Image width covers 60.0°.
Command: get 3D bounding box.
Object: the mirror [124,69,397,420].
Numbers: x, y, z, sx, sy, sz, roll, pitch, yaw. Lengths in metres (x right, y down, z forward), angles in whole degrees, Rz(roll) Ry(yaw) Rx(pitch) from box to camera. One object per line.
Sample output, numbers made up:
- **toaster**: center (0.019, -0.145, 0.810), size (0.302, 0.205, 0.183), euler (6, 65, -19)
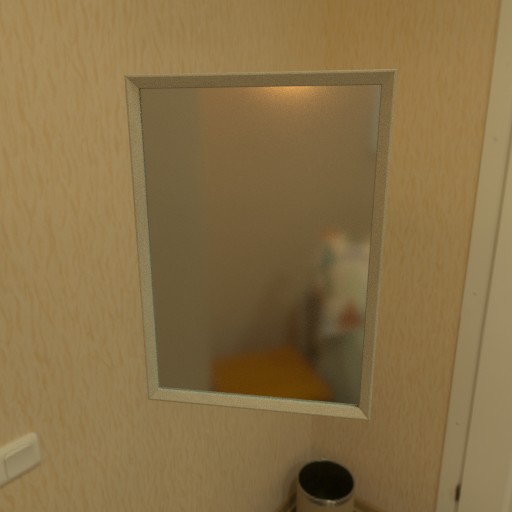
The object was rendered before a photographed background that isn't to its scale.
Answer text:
- **mirror**: center (0.000, 0.000, 0.926), size (0.507, 0.710, 0.039), euler (2, 15, 9)
